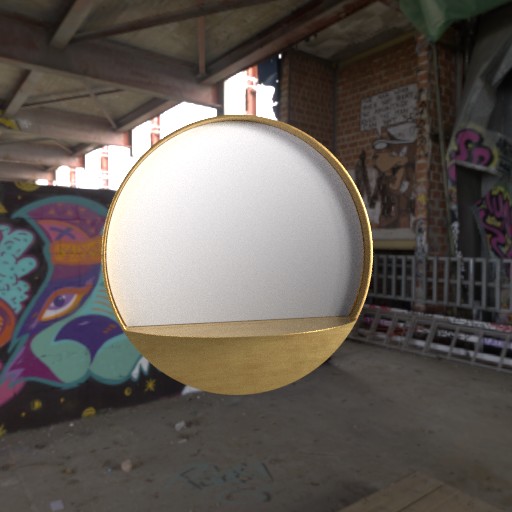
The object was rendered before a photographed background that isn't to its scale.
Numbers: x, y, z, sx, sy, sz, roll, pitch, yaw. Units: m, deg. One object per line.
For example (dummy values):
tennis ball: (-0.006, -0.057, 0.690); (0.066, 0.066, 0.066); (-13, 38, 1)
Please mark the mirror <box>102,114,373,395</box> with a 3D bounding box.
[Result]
mirror: (0.000, 0.000, 0.689); (0.457, 0.457, 0.133); (0, 1, -17)
